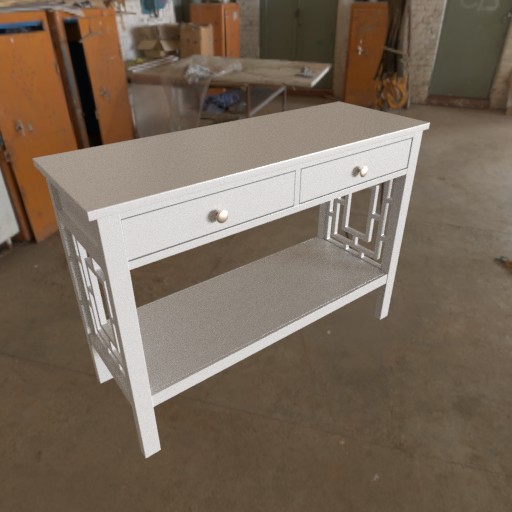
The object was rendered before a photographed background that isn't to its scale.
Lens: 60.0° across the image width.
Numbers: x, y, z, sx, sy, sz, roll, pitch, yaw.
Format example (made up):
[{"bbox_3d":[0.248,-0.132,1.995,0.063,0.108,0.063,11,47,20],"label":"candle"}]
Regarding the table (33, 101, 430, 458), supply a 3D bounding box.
[{"bbox_3d":[0.000,0.000,1.415,1.068,0.753,0.397,-21,37,-31],"label":"table"}]
